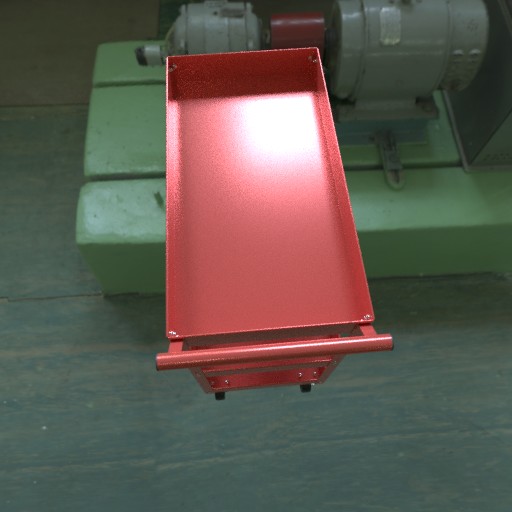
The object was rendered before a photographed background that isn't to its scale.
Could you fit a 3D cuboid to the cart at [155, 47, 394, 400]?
[{"bbox_3d":[0.000,0.000,1.177,0.366,0.780,0.719,-4,65,-2],"label":"cart"}]
